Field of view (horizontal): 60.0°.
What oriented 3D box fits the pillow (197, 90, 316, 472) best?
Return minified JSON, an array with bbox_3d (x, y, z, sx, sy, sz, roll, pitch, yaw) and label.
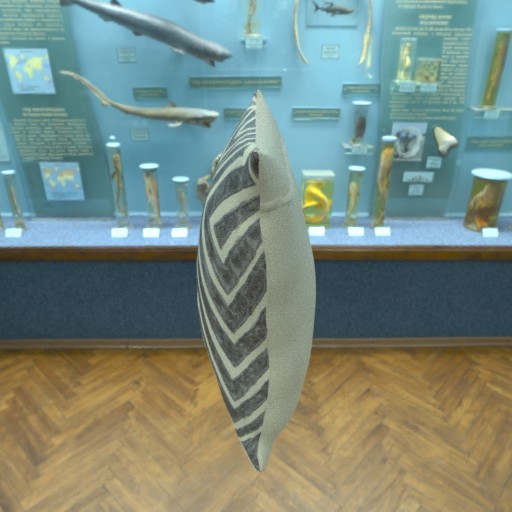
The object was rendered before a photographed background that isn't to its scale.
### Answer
[{"bbox_3d":[0.000,0.000,0.685,0.182,0.441,0.440,0,27,1],"label":"pillow"}]
